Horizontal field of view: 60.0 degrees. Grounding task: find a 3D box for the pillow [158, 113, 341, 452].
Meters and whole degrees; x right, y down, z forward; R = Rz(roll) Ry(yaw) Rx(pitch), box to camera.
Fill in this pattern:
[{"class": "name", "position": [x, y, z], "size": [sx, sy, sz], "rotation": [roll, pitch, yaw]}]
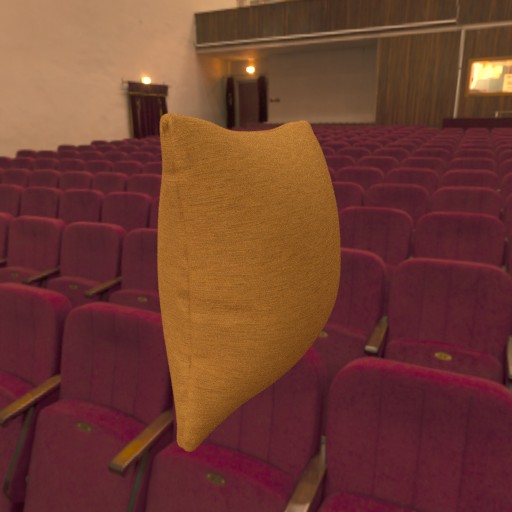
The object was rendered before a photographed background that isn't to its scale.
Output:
[{"class": "pillow", "position": [0.000, 0.000, 0.698], "size": [0.247, 0.417, 0.435], "rotation": [8, 18, 25]}]
